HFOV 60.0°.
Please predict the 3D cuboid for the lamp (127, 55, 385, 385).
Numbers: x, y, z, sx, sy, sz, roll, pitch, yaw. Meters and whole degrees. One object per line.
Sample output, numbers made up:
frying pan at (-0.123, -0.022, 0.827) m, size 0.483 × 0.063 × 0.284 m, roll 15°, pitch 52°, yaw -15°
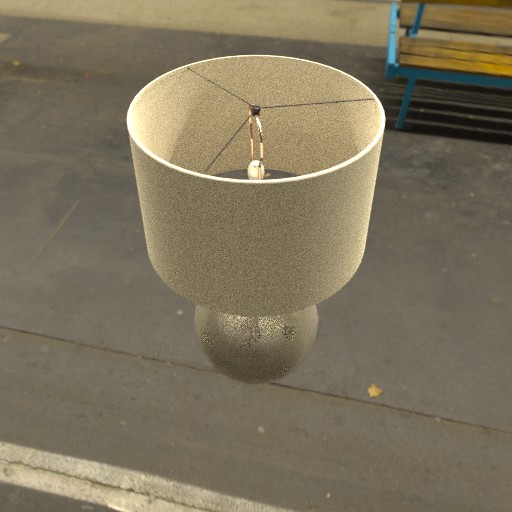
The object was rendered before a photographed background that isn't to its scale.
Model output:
lamp at (0.000, 0.000, 0.723) m, size 0.330 × 0.521 × 0.330 m, roll 0°, pitch 46°, yaw 0°
